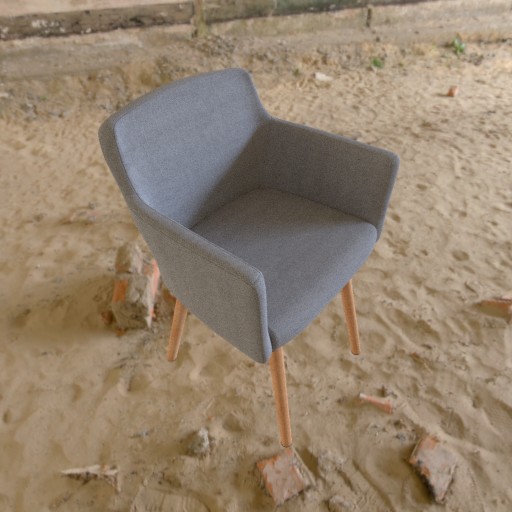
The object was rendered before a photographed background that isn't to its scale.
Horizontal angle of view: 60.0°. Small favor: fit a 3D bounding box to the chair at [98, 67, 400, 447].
[{"bbox_3d":[0.000,0.000,1.151,0.540,0.780,0.570,27,48,28],"label":"chair"}]
